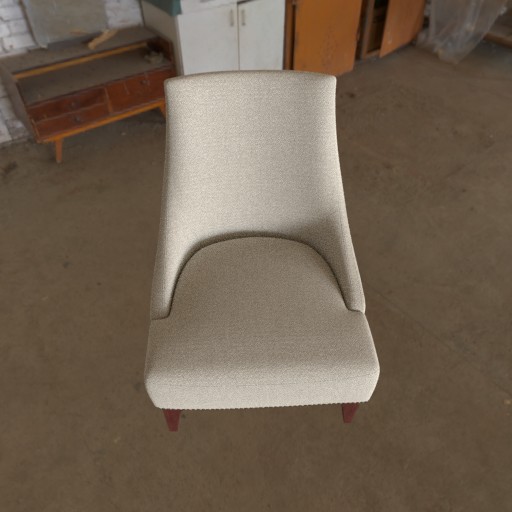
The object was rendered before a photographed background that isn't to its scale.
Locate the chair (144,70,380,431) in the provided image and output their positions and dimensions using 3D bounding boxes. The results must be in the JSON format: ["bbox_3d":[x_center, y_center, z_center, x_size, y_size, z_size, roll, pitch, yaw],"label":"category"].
[{"bbox_3d":[0.000,0.000,1.488,0.701,0.909,0.861,-2,46,-2],"label":"chair"}]
